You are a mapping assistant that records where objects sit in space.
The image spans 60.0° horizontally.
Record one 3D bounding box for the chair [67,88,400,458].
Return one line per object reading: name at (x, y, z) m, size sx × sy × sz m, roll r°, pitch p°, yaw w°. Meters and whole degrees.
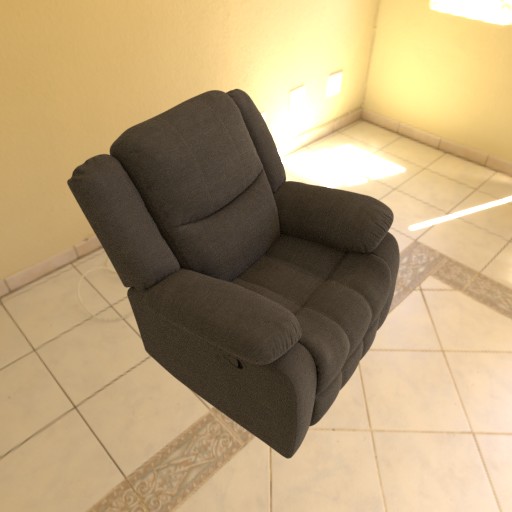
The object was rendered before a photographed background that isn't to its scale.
chair at (0.000, 0.000, 1.693) m, size 0.944 × 1.008 × 0.899 m, roll 26°, pitch 48°, yaw 26°
